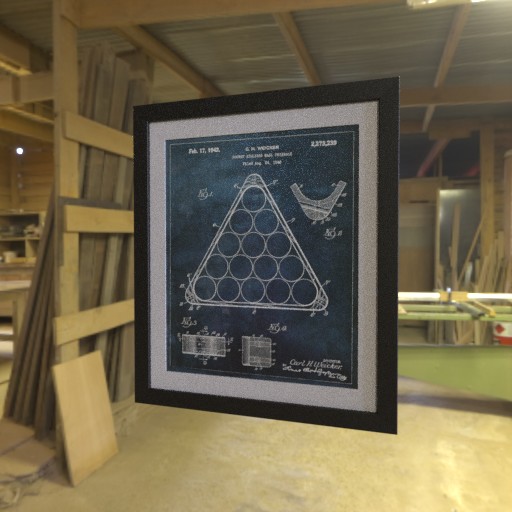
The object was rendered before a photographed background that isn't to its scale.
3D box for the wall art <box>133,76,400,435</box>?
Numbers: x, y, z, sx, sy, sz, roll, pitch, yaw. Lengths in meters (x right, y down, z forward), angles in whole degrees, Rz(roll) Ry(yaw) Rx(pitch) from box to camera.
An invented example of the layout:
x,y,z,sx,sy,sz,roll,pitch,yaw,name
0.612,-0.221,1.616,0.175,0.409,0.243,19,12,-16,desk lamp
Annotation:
x,y,z,sx,sy,sz,roll,pitch,yaw,name
0.000,0.000,0.705,0.432,0.508,0.025,0,1,18,wall art
